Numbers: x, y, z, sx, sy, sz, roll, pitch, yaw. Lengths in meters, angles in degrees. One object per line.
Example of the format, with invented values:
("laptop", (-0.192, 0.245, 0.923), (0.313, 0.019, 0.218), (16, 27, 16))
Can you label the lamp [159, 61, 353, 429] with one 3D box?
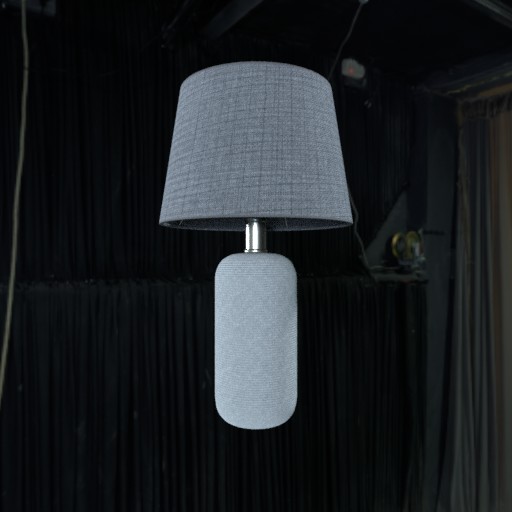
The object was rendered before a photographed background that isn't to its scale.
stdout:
("lamp", (0.000, 0.000, 0.588), (0.251, 0.429, 0.251), (0, 0, 0))
